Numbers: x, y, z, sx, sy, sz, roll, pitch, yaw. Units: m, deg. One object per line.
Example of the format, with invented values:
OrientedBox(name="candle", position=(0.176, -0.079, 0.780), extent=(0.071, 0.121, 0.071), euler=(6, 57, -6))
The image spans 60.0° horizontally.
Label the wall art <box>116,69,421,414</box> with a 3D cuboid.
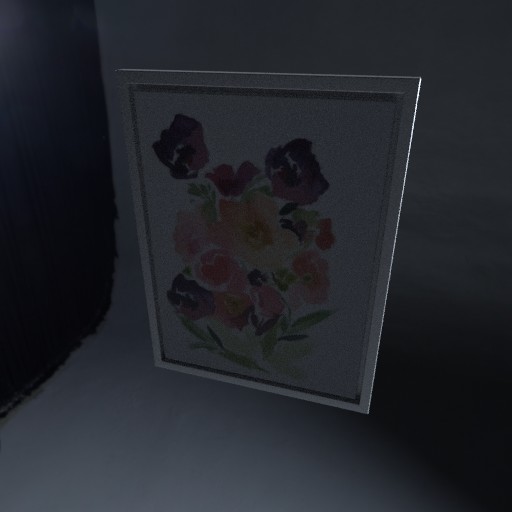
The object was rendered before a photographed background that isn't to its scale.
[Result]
OrientedBox(name="wall art", position=(0.000, 0.000, 1.381), extent=(0.805, 1.056, 0.042), euler=(8, 28, 15))
